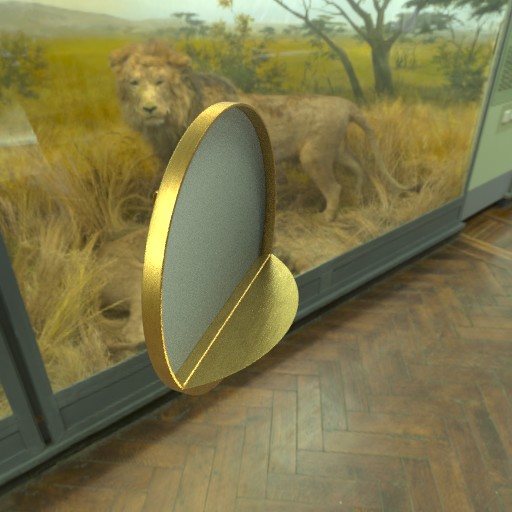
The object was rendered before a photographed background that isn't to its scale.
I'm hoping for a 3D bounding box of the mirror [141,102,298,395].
[{"bbox_3d":[0.000,0.000,0.707,0.133,0.457,0.457,10,32,17],"label":"mirror"}]
